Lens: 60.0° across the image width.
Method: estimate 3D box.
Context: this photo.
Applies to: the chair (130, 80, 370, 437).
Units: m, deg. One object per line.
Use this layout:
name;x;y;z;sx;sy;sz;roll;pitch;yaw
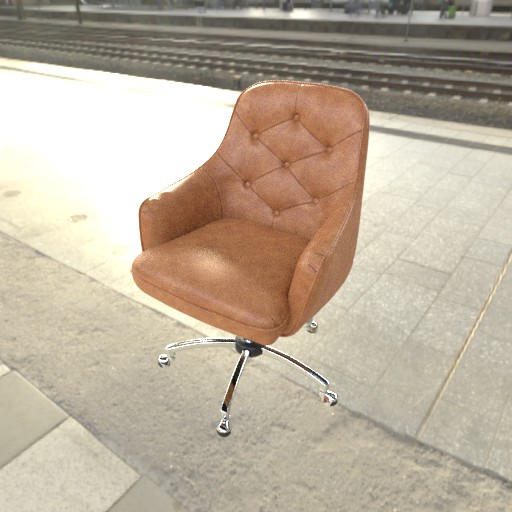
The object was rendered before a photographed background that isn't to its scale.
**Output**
chair;0.000;0.000;1.338;0.628;0.909;0.615;19;36;29
